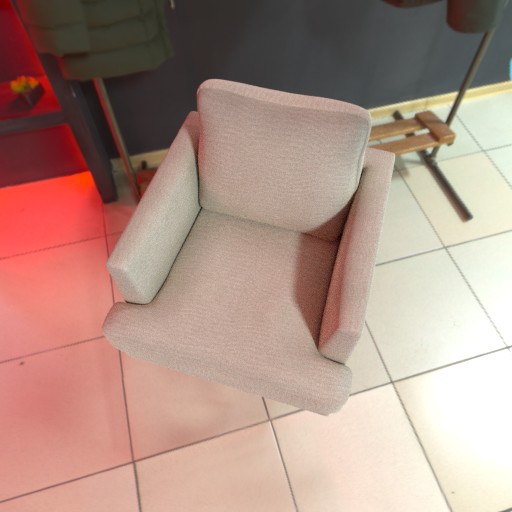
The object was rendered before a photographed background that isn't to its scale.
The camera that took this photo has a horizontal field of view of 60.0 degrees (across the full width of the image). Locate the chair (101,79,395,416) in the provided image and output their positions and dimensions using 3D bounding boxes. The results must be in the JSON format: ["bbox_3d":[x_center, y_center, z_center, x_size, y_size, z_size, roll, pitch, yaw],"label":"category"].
[{"bbox_3d":[0.000,0.000,1.648,0.858,0.957,0.899,14,59,9],"label":"chair"}]
